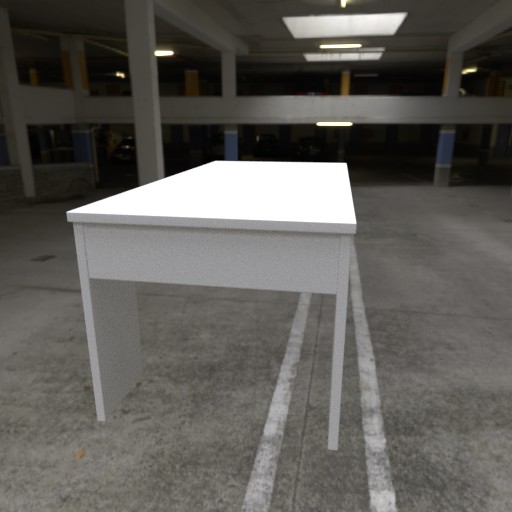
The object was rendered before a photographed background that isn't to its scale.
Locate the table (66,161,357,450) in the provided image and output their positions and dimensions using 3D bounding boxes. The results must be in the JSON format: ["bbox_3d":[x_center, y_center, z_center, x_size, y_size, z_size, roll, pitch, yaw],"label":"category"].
[{"bbox_3d":[0.000,0.000,1.272,0.500,0.440,1.000,3,17,10],"label":"table"}]
